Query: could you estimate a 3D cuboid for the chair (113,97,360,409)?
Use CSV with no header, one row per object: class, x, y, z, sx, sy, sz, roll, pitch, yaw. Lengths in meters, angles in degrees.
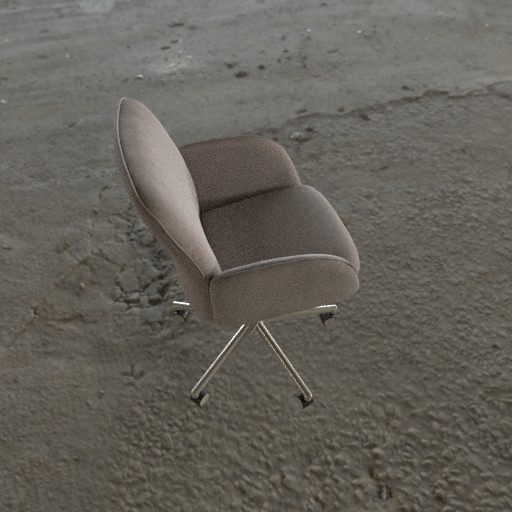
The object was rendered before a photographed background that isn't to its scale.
chair,0.000,0.000,1.376,0.654,0.959,0.648,-12,48,-11
